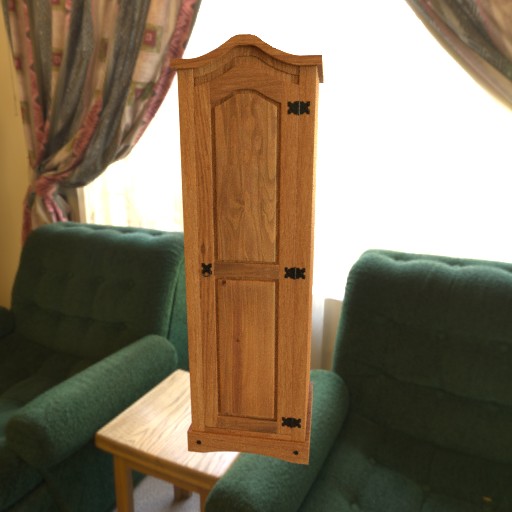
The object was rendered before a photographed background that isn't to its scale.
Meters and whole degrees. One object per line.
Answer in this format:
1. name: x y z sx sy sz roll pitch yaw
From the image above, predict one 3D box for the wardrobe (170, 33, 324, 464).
1. wardrobe: 0.000 0.000 2.172 0.590 1.870 0.570 2 15 9
